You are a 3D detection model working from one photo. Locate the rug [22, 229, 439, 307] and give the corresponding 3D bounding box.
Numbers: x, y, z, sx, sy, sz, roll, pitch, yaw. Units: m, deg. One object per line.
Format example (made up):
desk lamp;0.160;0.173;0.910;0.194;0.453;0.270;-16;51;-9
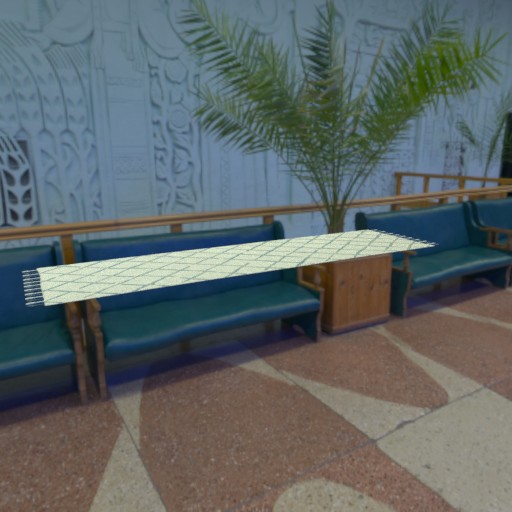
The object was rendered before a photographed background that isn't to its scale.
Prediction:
rug;0.000;0.000;2.539;2.372;0.008;0.620;-8;16;-28
